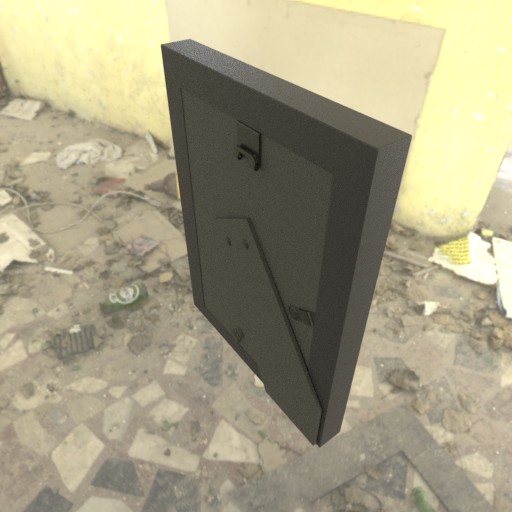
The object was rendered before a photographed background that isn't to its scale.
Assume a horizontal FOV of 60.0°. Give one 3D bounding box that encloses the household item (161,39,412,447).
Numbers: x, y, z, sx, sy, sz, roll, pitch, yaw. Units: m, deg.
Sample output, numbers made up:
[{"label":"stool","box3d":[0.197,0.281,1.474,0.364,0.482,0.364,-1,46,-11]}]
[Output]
[{"label":"household item","box3d":[0.000,0.000,0.227,0.022,0.178,0.133,-26,47,-27]}]
